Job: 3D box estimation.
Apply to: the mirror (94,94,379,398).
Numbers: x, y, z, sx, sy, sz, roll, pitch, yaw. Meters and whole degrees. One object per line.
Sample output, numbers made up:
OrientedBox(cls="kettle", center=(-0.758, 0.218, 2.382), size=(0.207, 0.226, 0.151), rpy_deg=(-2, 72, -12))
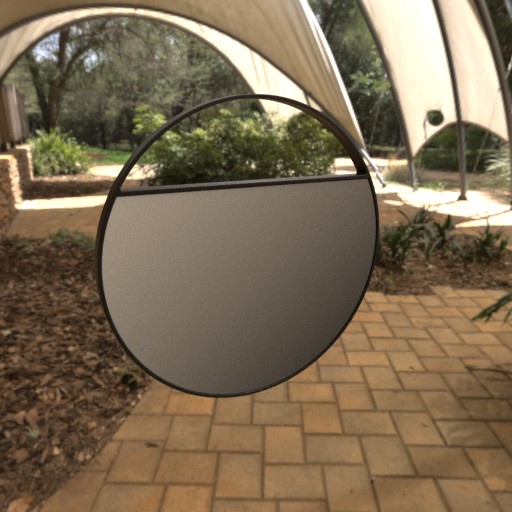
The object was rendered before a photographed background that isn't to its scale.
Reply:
OrientedBox(cls="mirror", center=(0.000, 0.000, 0.823), size=(0.565, 0.565, 0.032), rpy_deg=(-8, 19, -26))
